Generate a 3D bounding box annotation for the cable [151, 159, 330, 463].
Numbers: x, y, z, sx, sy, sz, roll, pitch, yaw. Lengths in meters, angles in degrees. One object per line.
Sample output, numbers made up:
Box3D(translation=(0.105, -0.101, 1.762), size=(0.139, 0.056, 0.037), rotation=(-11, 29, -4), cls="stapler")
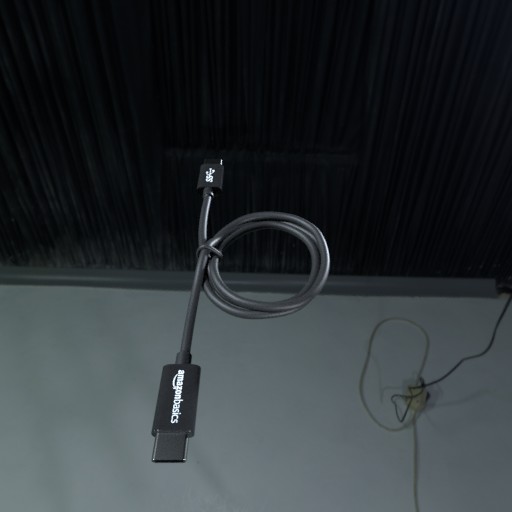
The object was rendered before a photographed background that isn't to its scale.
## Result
Box3D(translation=(0.000, 0.000, 0.207), size=(0.070, 0.014, 0.186), rotation=(0, 42, 0), cls="cable")
